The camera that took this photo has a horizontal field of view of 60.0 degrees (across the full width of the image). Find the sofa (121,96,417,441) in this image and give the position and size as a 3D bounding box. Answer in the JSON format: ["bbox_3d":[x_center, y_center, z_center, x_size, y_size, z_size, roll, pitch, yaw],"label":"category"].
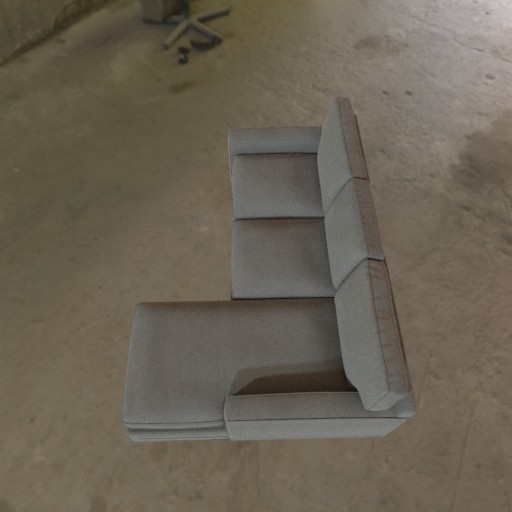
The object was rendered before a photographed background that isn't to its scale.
[{"bbox_3d":[0.000,0.000,2.841,1.496,0.861,2.087,-1,58,-1],"label":"sofa"}]
